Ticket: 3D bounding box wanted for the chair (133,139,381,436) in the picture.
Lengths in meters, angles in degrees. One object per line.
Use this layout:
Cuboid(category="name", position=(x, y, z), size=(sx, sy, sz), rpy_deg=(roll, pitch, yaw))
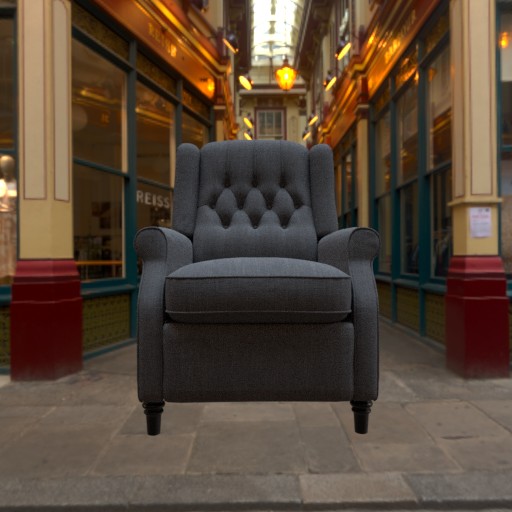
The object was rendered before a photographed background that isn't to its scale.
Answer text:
Cuboid(category="chair", position=(0.000, 0.000, 1.646), size=(0.742, 1.035, 0.898), rpy_deg=(0, 1, -1))
